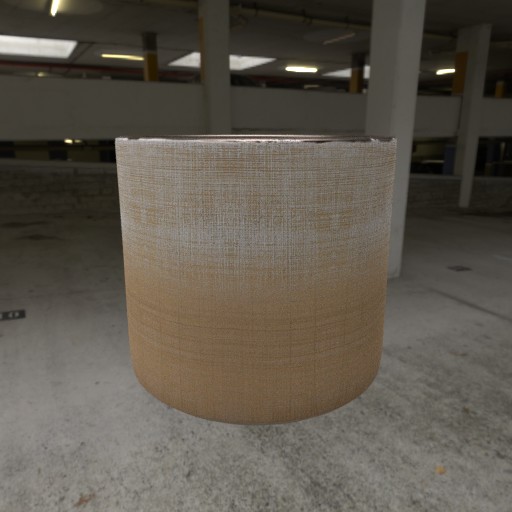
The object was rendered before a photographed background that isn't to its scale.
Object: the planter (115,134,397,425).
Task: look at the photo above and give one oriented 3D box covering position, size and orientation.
[{"bbox_3d":[0.000,0.000,0.383,0.221,0.201,0.221,0,16,0],"label":"planter"}]
